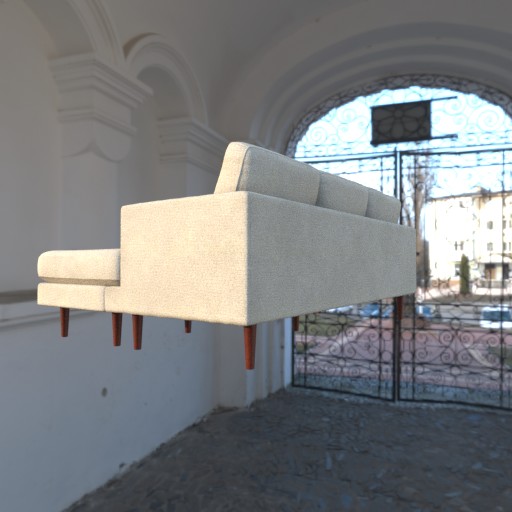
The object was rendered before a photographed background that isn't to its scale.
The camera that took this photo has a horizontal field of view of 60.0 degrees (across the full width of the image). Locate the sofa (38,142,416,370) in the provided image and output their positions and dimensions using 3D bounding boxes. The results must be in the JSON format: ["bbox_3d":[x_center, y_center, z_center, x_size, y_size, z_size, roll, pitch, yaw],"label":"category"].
[{"bbox_3d":[0.000,0.000,2.994,1.504,0.956,2.233,-1,-1,36],"label":"sofa"}]
